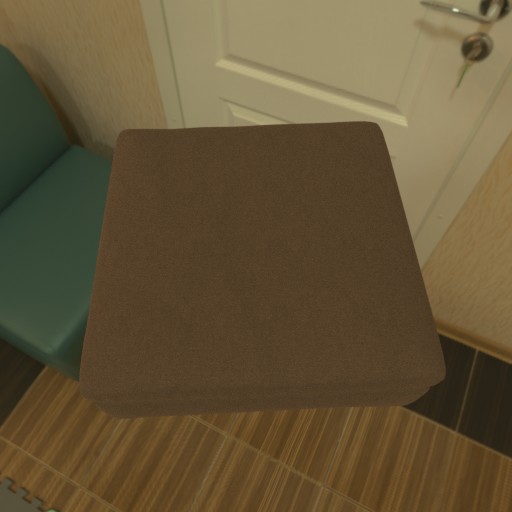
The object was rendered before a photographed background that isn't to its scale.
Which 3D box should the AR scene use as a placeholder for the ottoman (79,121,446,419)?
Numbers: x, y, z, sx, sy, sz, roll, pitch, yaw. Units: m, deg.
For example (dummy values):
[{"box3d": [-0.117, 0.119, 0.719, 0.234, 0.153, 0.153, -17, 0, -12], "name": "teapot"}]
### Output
[{"box3d": [0.000, 0.000, 1.821, 1.181, 0.470, 1.181, -2, 59, -1], "name": "ottoman"}]
